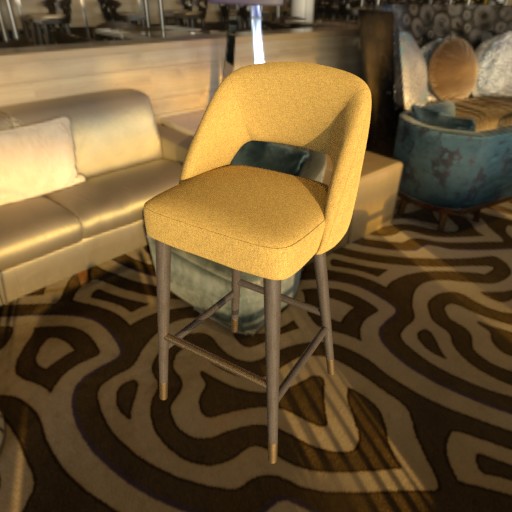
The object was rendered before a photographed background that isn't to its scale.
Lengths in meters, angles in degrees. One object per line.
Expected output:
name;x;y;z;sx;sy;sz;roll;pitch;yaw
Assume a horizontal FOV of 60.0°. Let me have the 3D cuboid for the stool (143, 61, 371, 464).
stool;0.000;0.000;1.341;0.536;1.032;0.522;18;35;28
